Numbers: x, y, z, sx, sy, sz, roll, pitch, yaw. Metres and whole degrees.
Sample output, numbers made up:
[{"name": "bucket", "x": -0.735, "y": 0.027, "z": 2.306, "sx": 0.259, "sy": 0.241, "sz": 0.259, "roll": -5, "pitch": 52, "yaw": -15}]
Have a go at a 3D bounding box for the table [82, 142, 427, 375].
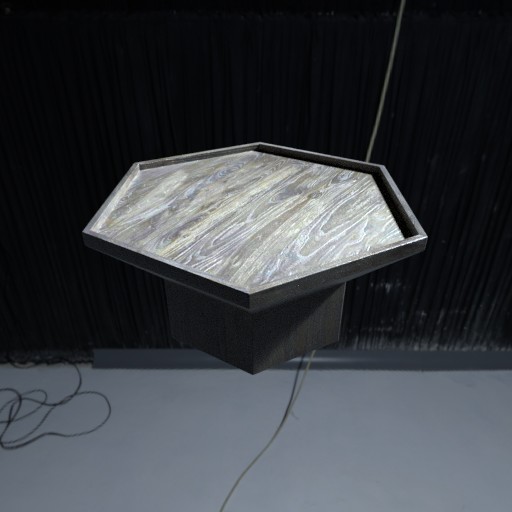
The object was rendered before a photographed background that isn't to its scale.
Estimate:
[{"name": "table", "x": 0.000, "y": 0.000, "z": 1.602, "sx": 0.966, "sy": 0.488, "sz": 1.115, "roll": 1, "pitch": 32, "yaw": 1}]
